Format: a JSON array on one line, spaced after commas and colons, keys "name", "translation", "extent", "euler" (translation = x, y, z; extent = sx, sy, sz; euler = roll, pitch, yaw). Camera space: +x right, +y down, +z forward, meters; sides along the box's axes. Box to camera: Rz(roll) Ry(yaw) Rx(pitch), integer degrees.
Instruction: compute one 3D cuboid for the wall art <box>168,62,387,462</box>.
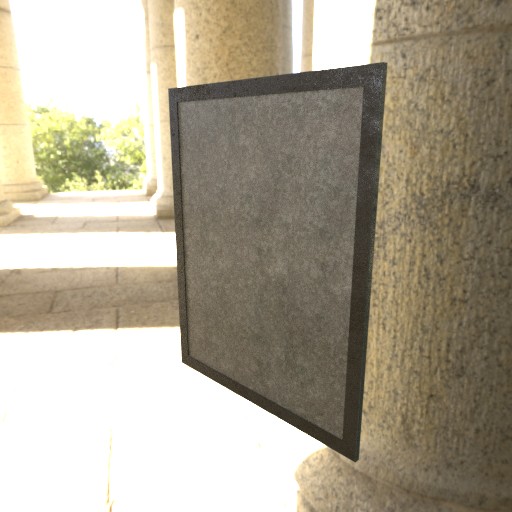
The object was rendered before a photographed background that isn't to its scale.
[{"name": "wall art", "translation": [0.000, 0.000, 1.314], "extent": [0.767, 0.983, 0.030], "euler": [14, 21, 42]}]
